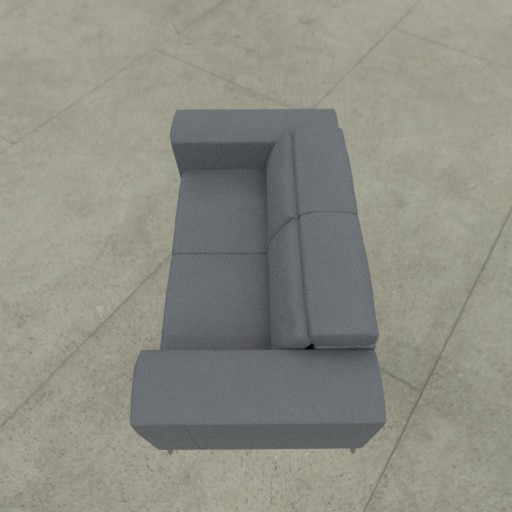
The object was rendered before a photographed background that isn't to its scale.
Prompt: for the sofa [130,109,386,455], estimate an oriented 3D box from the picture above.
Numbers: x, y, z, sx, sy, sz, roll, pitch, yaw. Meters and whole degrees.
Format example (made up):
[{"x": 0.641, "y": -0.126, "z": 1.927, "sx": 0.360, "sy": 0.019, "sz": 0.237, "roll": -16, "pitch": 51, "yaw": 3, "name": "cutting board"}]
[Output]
[{"x": 0.000, "y": 0.000, "z": 2.391, "sx": 1.003, "sy": 0.779, "sz": 1.895, "roll": 0, "pitch": 56, "yaw": 0, "name": "sofa"}]
